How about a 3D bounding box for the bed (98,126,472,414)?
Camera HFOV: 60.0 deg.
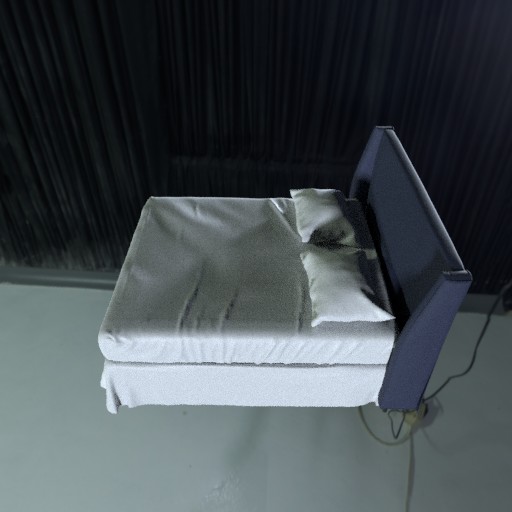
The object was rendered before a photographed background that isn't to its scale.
[{"bbox_3d":[0.000,0.000,3.415,2.276,1.332,1.925,0,40,1],"label":"bed"}]
